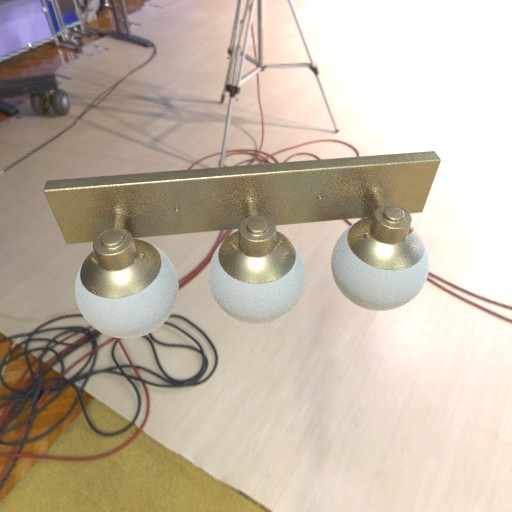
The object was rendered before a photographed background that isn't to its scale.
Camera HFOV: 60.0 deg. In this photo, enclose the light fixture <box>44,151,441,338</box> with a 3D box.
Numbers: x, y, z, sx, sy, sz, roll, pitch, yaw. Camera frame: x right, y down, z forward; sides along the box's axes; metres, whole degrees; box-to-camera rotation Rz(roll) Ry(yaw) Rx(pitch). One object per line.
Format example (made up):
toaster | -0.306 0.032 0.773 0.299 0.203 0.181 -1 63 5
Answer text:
light fixture | 0.000 0.000 0.839 0.721 0.263 0.218 -5 47 -5
